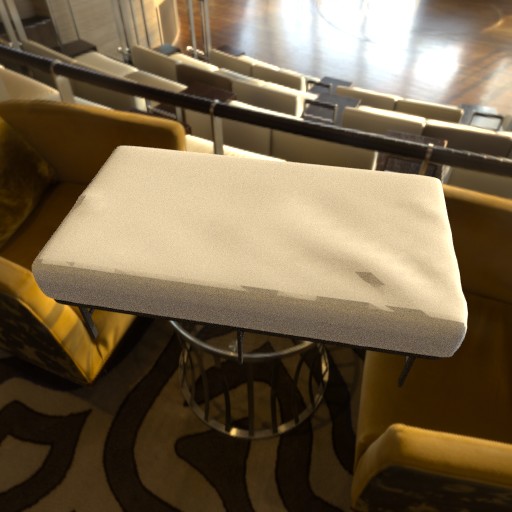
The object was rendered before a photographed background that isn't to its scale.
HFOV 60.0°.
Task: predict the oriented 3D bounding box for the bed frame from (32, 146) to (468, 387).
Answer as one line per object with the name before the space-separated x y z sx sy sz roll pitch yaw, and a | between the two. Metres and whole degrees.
bed frame | 0.000 0.000 2.384 1.908 0.640 1.025 7 46 7
